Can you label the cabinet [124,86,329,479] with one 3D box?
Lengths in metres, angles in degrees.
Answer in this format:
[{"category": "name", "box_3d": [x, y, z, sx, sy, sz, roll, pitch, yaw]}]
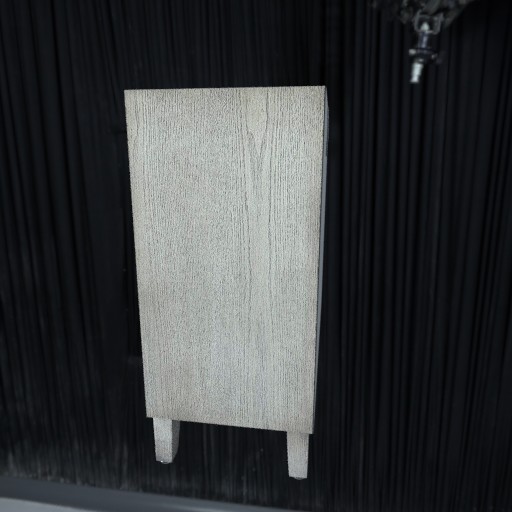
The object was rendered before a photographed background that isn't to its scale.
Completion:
[{"category": "cabinet", "box_3d": [0.000, 0.000, 1.228, 0.370, 0.787, 0.781, 2, 14, 9]}]
